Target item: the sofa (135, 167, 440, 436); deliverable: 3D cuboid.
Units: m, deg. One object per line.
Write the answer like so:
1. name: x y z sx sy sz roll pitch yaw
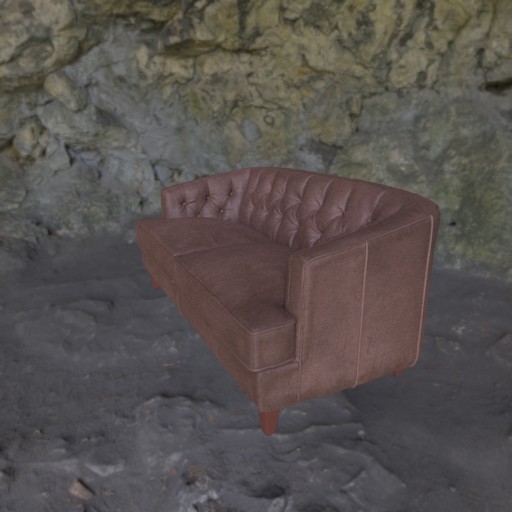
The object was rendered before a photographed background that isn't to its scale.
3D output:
1. sofa: 0.000 0.000 2.282 0.917 0.799 1.767 -8 18 -25
